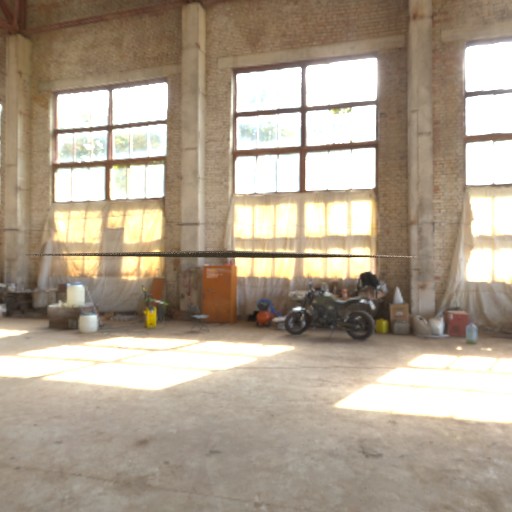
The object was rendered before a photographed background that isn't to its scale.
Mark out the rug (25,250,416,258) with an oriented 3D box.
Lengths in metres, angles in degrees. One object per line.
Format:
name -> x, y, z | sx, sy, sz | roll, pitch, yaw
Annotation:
rug -> 0.000, 0.000, 3.086 | 1.523, 0.008, 2.438 | -1, -1, 35
